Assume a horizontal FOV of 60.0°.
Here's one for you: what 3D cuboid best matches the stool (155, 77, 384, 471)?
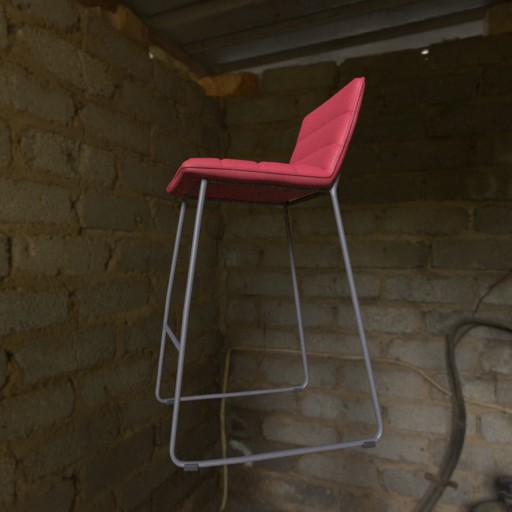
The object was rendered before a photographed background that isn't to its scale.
[{"bbox_3d":[0.000,0.000,1.252,0.524,0.937,0.489,0,0,-17],"label":"stool"}]
